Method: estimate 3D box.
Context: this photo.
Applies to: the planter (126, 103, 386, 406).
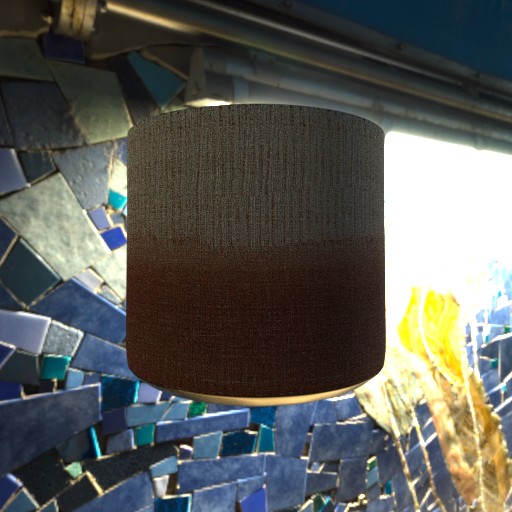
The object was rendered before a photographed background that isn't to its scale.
[{"bbox_3d":[0.000,0.000,0.390,0.221,0.201,0.221,0,2,0],"label":"planter"}]
